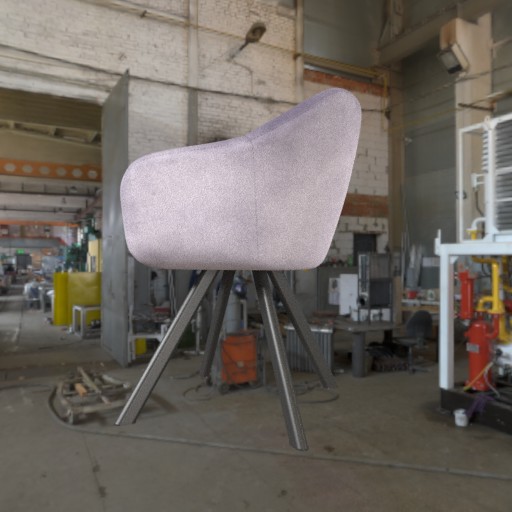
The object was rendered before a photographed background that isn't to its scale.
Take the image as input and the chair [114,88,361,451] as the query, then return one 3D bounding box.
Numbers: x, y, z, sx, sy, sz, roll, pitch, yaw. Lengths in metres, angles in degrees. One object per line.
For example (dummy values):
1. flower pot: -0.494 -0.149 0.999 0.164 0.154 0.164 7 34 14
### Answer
1. chair: 0.000 0.000 1.164 0.540 0.780 0.570 0 0 18
